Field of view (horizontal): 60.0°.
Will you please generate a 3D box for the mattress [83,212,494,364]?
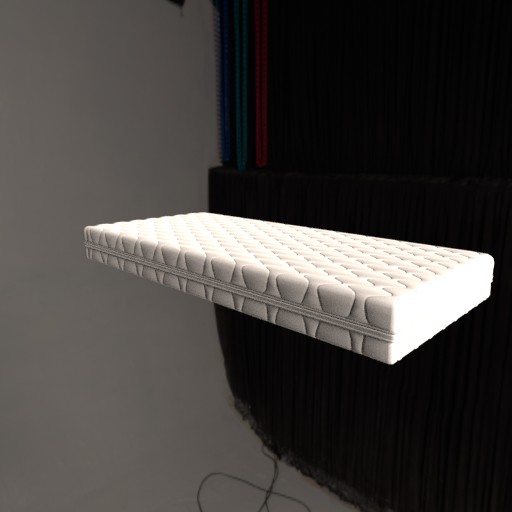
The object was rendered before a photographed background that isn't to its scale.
[{"bbox_3d":[0.000,0.000,2.284,2.000,0.200,0.900,13,18,43],"label":"mattress"}]
